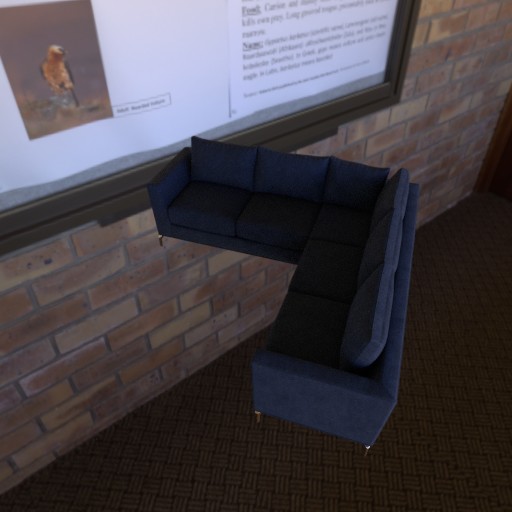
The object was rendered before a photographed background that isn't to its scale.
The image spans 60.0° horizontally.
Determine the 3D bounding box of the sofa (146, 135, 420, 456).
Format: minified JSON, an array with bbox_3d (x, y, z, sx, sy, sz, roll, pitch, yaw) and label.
[{"bbox_3d":[0.000,0.000,3.792,2.472,0.988,2.463,12,41,14],"label":"sofa"}]
